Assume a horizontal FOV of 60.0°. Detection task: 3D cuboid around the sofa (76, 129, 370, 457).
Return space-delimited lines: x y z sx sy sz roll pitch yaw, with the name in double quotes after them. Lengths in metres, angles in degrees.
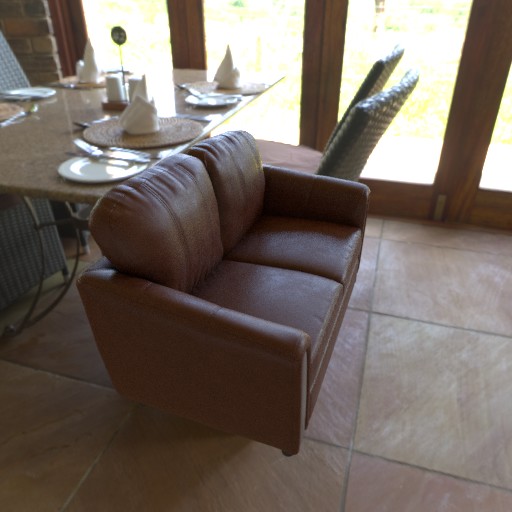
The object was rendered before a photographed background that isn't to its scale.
0.000 0.000 1.973 0.805 0.906 1.406 11 32 18 "sofa"
